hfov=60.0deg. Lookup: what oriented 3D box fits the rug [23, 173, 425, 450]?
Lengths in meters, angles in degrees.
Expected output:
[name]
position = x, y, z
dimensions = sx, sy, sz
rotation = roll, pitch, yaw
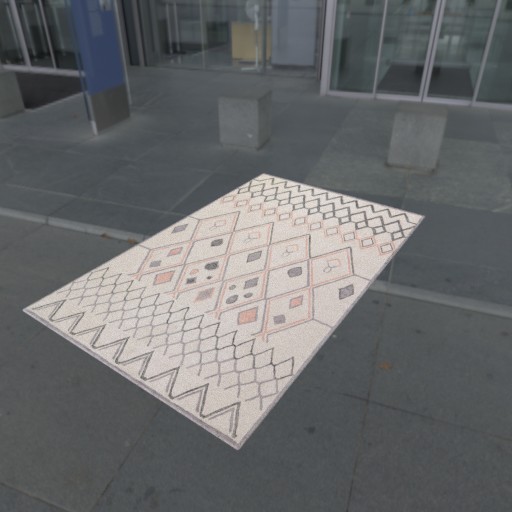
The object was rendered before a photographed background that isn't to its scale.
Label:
[rug]
position = 0.000, 0.000, 2.981
dimensions = 1.524, 0.015, 2.438
rotation = 21, 38, 29
